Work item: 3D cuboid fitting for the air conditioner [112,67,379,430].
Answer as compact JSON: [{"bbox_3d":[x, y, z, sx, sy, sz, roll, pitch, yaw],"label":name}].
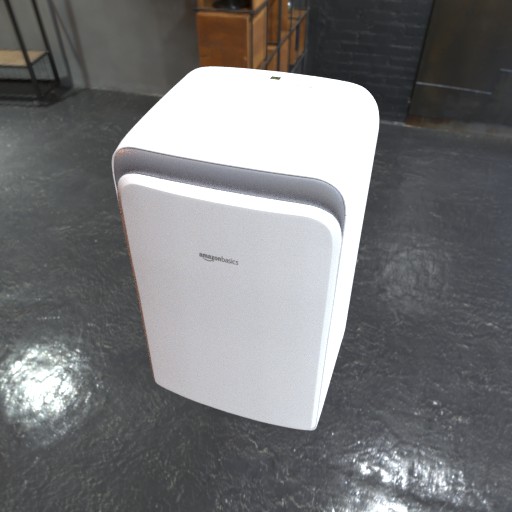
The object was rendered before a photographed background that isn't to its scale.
[{"bbox_3d":[0.000,0.000,1.074,0.478,0.765,0.467,12,43,14],"label":"air conditioner"}]
